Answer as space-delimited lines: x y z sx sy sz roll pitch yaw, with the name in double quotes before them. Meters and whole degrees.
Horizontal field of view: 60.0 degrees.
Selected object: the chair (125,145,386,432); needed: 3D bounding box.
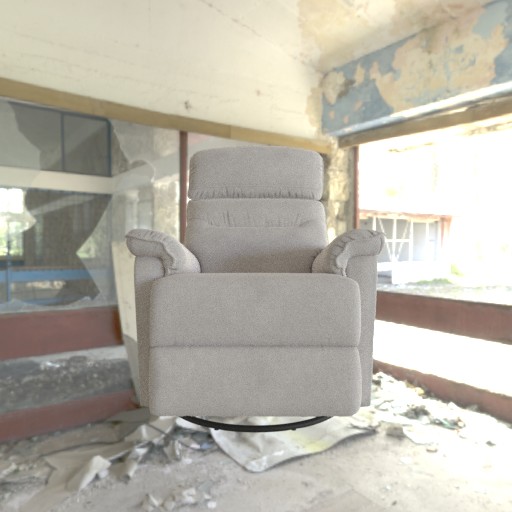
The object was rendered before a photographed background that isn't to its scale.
"chair" 0.000 0.000 1.736 0.820 1.039 1.001 0 1 0
